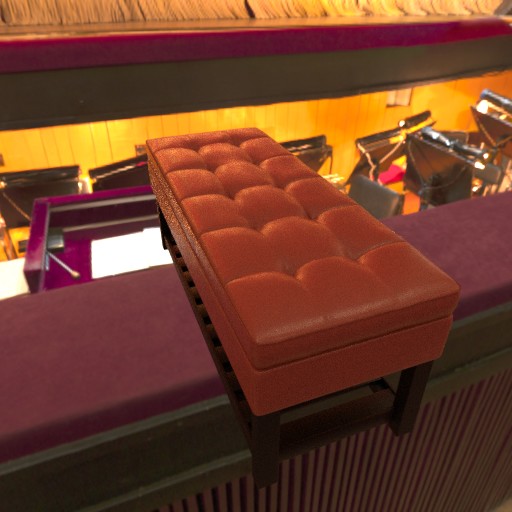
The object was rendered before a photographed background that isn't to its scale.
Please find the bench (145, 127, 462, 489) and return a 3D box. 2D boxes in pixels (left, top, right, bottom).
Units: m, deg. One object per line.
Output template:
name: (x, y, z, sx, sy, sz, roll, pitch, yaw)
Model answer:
bench: (0.000, 0.000, 1.312, 0.432, 0.460, 1.105, -12, 35, -18)
